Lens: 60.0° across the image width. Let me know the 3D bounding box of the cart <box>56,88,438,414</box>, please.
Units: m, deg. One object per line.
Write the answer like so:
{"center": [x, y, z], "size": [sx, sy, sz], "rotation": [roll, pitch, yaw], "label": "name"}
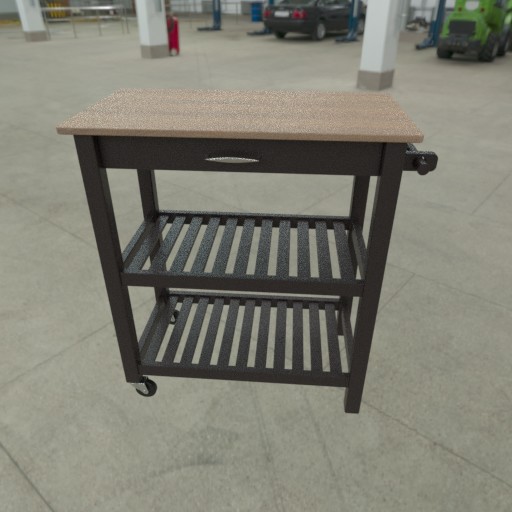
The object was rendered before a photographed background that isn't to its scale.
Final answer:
{"center": [0.000, 0.000, 1.425], "size": [0.899, 0.927, 0.457], "rotation": [2, 31, 4], "label": "cart"}
